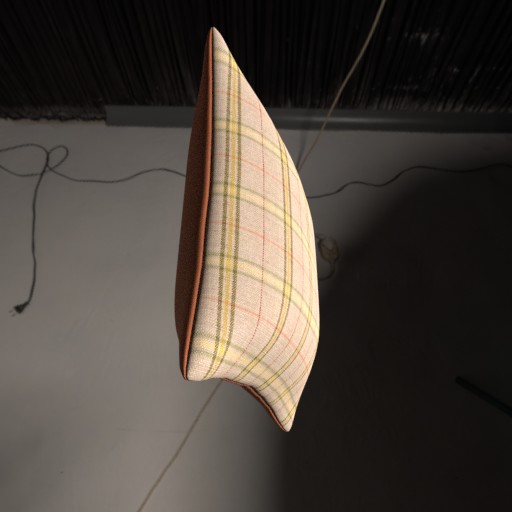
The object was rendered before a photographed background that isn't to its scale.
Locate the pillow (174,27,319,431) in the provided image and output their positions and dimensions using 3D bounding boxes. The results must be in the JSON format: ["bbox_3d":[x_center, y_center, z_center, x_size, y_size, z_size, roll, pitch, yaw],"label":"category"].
[{"bbox_3d":[0.000,0.000,0.665,0.200,0.430,0.453,0,63,0],"label":"pillow"}]
